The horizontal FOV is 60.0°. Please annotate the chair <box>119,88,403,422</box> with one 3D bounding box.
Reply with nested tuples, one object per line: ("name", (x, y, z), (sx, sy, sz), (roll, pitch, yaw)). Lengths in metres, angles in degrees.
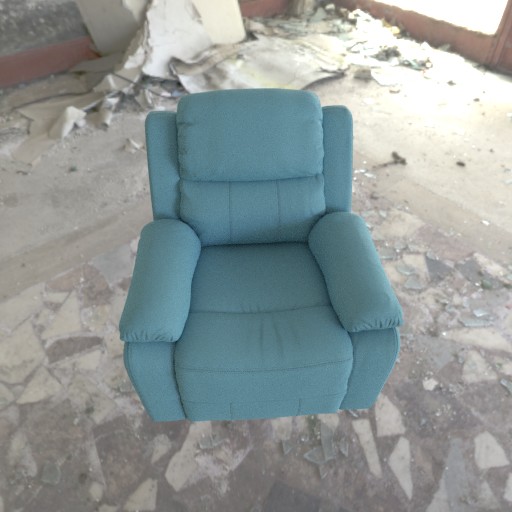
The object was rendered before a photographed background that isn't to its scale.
("chair", (0.000, 0.000, 1.252), (0.680, 0.702, 0.709), (-3, 45, -3))
